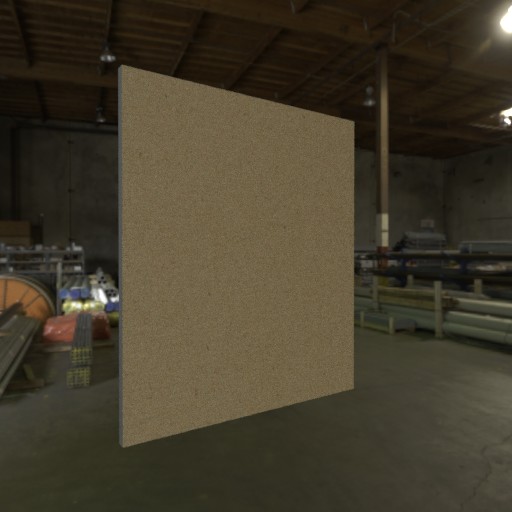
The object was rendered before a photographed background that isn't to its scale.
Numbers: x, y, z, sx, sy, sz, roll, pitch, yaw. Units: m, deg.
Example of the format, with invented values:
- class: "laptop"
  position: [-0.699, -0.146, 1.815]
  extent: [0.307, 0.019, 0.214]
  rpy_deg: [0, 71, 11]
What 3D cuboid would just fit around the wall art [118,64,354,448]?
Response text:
- class: "wall art"
  position: [0.000, 0.000, 1.227]
  extent: [0.755, 0.863, 0.028]
  rpy_deg: [0, 1, -35]
